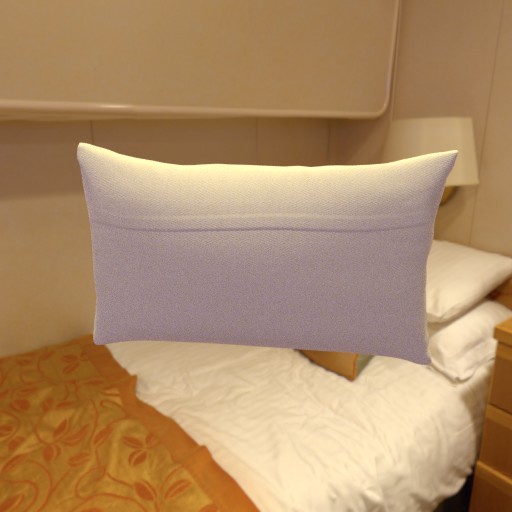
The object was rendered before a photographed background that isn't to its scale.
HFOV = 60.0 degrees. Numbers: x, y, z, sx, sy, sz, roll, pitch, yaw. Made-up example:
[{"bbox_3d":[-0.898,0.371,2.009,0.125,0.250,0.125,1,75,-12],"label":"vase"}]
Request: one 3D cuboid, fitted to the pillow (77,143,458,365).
[{"bbox_3d":[0.000,0.000,0.621,0.506,0.305,0.139,2,17,6],"label":"pillow"}]
